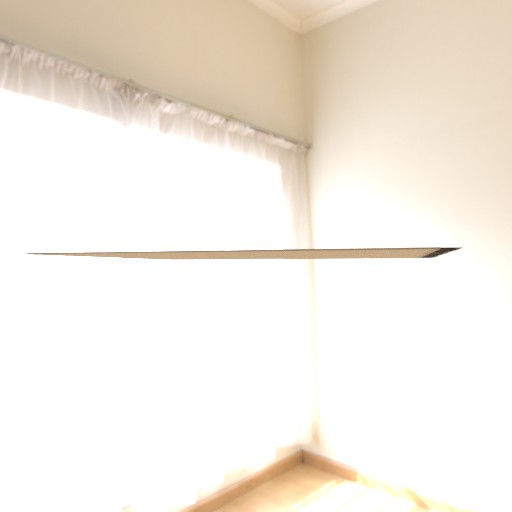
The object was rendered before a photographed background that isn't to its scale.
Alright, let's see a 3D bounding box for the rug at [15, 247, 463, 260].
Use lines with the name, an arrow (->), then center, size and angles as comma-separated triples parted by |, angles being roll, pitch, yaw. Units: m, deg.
rug -> 0.000, 0.000, 4.224 | 3.327, 0.010, 2.464 | -1, -2, 17
